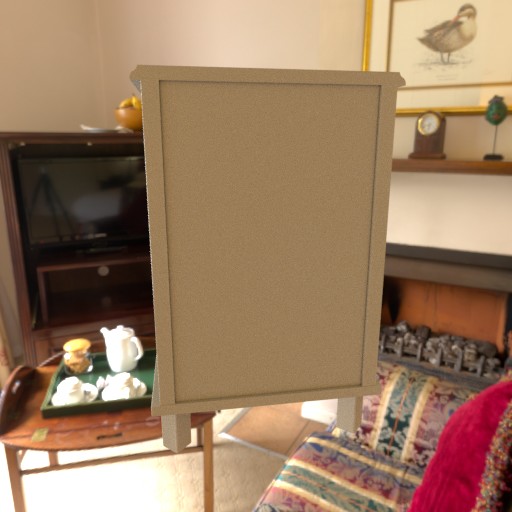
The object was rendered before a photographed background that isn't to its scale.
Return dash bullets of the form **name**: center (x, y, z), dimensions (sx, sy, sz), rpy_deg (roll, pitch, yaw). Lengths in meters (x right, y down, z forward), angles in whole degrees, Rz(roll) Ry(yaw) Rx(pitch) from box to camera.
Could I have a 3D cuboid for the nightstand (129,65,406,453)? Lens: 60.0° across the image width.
- **nightstand**: center (0.000, 0.000, 0.930), dimensions (0.435, 0.680, 0.348), rpy_deg (-2, 14, -9)
